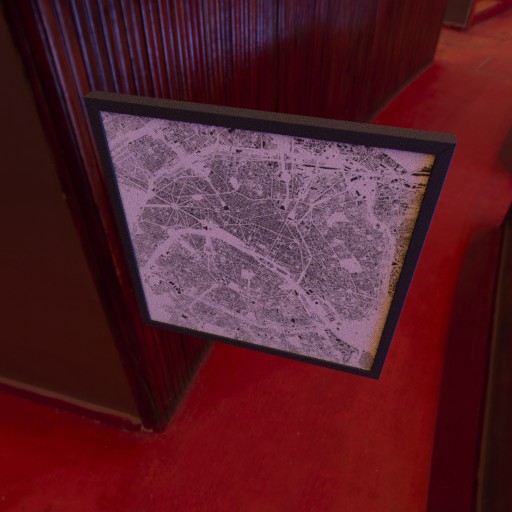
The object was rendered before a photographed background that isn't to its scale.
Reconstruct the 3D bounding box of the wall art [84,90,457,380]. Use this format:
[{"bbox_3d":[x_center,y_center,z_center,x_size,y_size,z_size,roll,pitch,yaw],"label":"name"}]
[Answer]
[{"bbox_3d":[0.000,0.000,1.142,0.763,0.763,0.037,11,43,12],"label":"wall art"}]
